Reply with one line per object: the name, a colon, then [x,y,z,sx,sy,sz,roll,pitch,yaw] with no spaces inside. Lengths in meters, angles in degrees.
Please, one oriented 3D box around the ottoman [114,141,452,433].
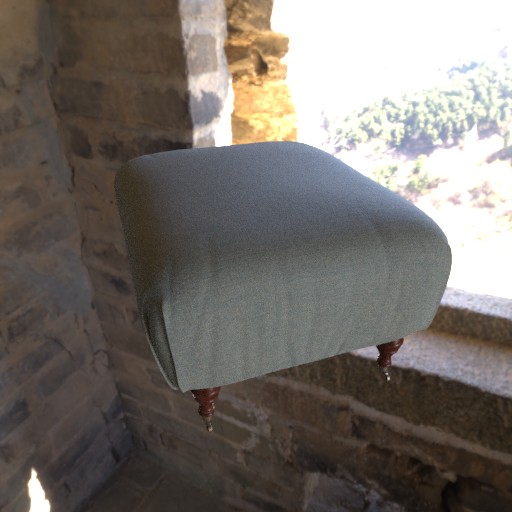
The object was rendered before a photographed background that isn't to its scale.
ottoman: [0.000,0.000,1.126,0.622,0.450,0.747,-10,32,-17]
